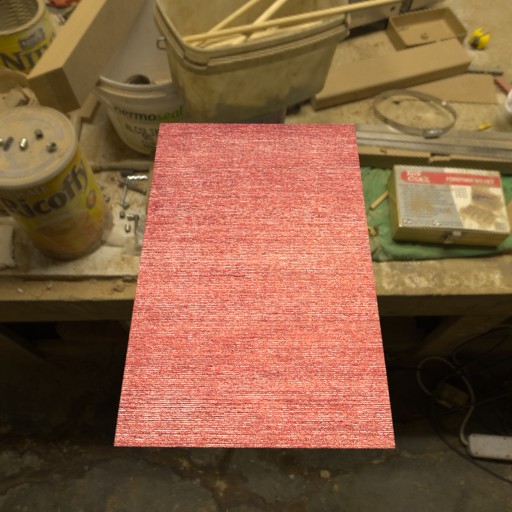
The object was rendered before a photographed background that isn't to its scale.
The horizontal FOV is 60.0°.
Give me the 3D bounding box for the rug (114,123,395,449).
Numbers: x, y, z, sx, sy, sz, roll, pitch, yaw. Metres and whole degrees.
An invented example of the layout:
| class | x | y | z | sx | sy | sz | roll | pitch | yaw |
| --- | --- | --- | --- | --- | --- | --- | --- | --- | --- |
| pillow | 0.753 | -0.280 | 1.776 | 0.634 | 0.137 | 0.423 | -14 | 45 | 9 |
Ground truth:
| class | x | y | z | sx | sy | sz | roll | pitch | yaw |
| --- | --- | --- | --- | --- | --- | --- | --- | --- | --- |
| rug | 0.000 | 0.000 | 2.193 | 1.139 | 0.011 | 1.747 | 0 | 62 | 0 |
